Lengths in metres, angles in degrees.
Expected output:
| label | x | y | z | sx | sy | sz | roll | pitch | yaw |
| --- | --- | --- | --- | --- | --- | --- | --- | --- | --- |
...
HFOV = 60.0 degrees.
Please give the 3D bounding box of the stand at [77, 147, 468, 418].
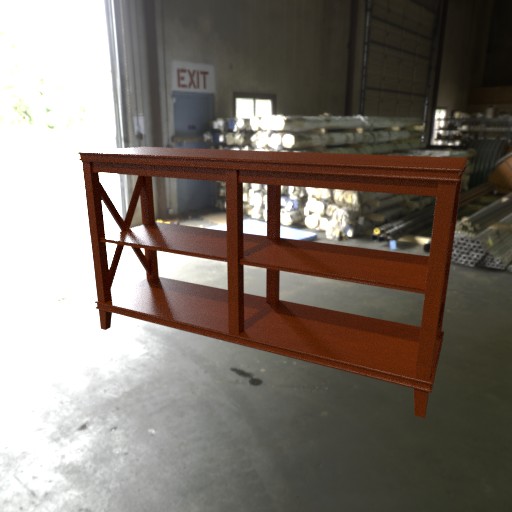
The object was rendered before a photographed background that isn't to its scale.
| label | x | y | z | sx | sy | sz | roll | pitch | yaw |
| --- | --- | --- | --- | --- | --- | --- | --- | --- | --- |
| stand | 0.000 | 0.000 | 1.704 | 1.372 | 0.762 | 0.381 | 8 | 19 | 26 |
